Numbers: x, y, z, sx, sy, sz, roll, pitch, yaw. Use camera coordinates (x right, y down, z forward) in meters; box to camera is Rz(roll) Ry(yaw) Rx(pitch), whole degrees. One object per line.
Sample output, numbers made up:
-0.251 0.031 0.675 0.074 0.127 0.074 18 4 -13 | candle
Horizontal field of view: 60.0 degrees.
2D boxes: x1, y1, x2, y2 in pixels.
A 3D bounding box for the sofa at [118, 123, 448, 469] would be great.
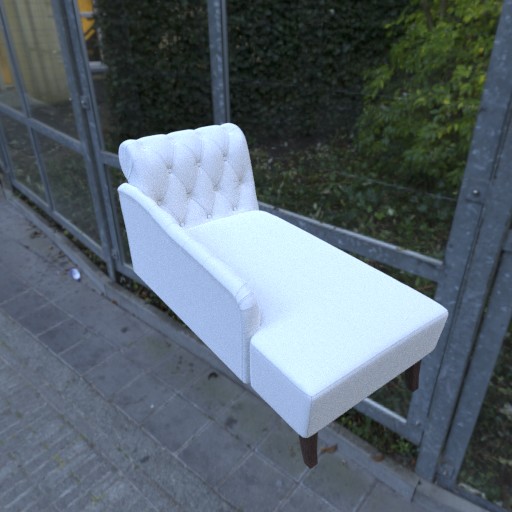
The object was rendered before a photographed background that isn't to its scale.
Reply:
0.000 0.000 1.838 0.675 0.787 1.379 -20 35 -32 | sofa
